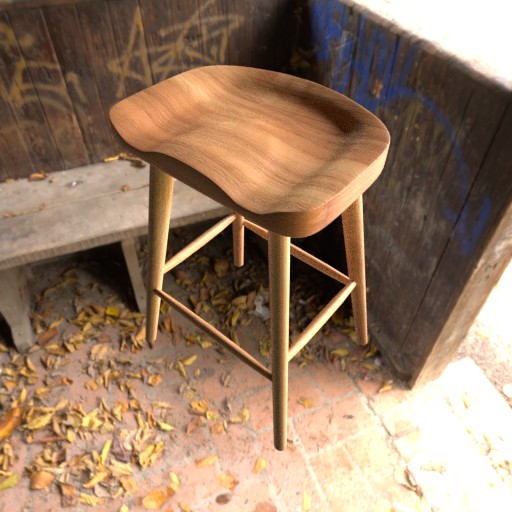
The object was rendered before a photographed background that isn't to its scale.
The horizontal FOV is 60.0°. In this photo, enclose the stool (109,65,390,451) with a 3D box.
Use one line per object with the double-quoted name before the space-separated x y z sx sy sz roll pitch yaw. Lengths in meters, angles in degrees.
"stool" 0.000 0.000 0.896 0.440 0.615 0.361 31 54 26
